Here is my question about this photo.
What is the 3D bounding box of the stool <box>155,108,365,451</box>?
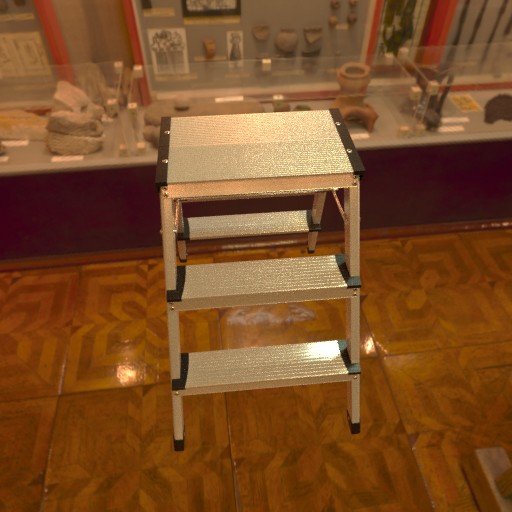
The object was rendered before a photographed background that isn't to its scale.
[{"bbox_3d":[0.000,0.000,1.013,0.437,0.605,0.622,-4,48,-4],"label":"stool"}]
